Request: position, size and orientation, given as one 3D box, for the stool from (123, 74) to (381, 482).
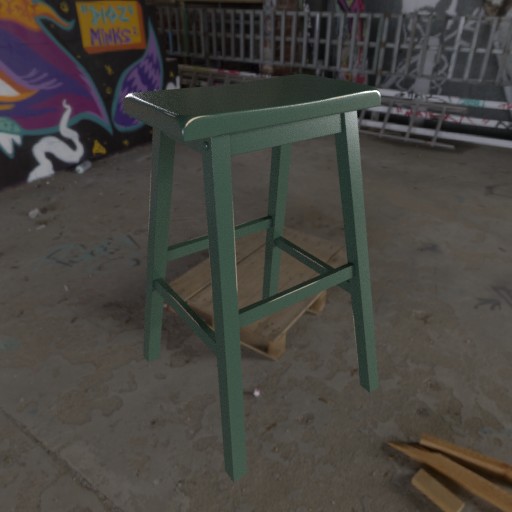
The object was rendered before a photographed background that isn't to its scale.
[{"bbox_3d":[0.000,0.000,1.037,0.457,0.737,0.476,-20,36,-30],"label":"stool"}]
